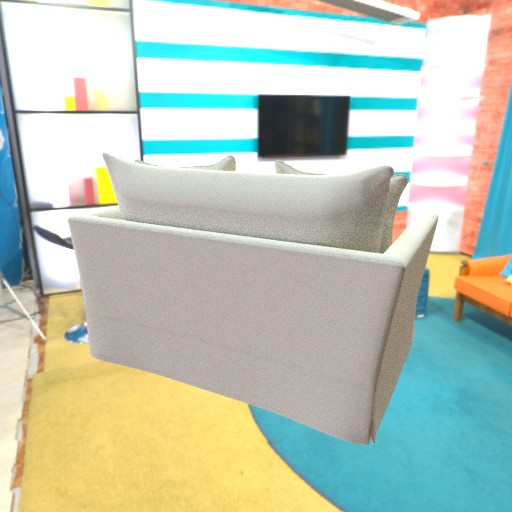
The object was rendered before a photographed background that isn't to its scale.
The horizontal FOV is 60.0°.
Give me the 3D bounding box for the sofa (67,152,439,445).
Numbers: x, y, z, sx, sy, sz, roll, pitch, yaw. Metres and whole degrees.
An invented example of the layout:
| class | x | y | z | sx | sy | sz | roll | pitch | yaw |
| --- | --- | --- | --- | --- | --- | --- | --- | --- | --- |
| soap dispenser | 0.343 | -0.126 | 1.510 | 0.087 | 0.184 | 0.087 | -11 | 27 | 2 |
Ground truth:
| class | x | y | z | sx | sy | sz | roll | pitch | yaw |
| --- | --- | --- | --- | --- | --- | --- | --- | --- | --- |
| sofa | 0.000 | 0.000 | 2.275 | 1.608 | 1.039 | 1.026 | 9 | 19 | 27 |
